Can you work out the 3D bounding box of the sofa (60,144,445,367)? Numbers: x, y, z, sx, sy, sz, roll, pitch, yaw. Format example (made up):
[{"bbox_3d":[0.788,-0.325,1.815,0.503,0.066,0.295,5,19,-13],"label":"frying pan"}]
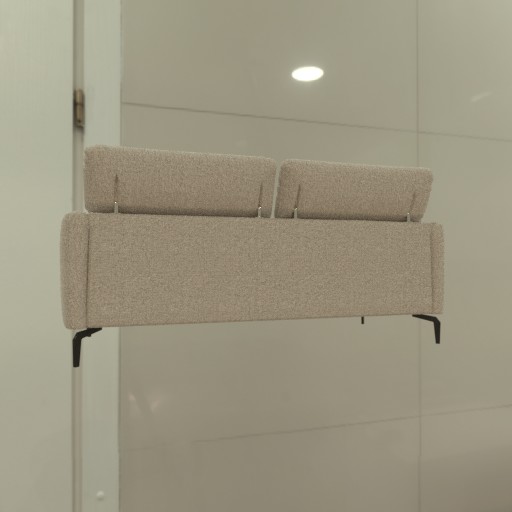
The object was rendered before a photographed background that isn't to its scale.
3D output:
[{"bbox_3d":[0.000,0.000,2.526,2.015,0.956,0.856,0,-1,-17],"label":"sofa"}]
